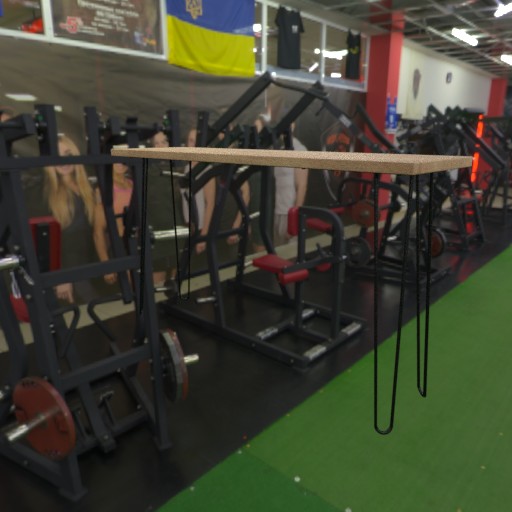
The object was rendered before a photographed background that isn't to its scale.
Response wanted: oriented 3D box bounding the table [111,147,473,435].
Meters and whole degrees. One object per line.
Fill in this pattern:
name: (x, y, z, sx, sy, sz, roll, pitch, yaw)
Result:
table: (0.000, 0.000, 1.749, 1.400, 0.799, 0.399, 14, 21, 42)
